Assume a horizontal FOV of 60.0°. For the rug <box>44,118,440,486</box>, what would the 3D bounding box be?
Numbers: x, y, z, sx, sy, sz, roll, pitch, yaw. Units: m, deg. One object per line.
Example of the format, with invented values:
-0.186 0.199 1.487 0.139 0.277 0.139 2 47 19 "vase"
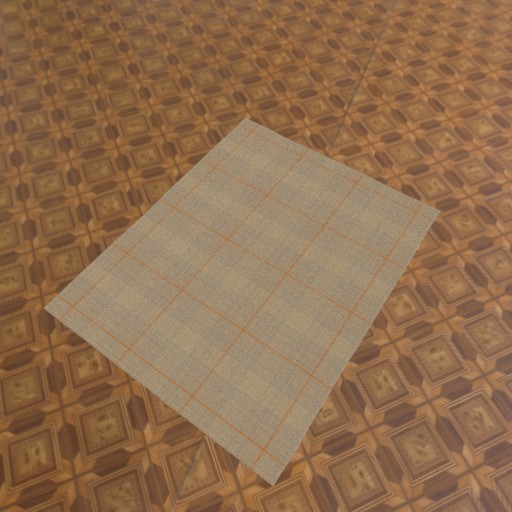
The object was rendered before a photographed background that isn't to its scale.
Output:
0.000 0.000 4.204 2.448 0.021 3.051 31 62 18 "rug"
